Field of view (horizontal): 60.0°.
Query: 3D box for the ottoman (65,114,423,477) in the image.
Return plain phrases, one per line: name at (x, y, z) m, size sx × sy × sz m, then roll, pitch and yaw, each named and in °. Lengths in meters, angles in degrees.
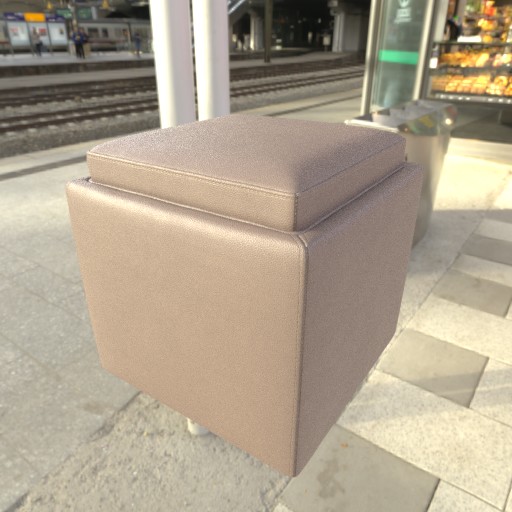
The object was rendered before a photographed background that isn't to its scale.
ottoman at (0.000, 0.000, 0.813) m, size 0.450 × 0.460 × 0.451 m, roll 17°, pitch 31°, yaw 31°
